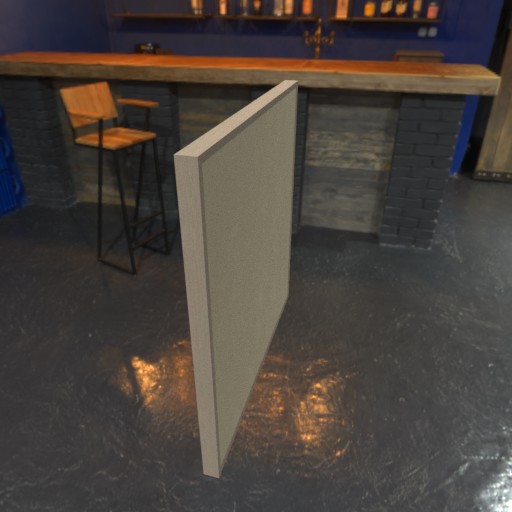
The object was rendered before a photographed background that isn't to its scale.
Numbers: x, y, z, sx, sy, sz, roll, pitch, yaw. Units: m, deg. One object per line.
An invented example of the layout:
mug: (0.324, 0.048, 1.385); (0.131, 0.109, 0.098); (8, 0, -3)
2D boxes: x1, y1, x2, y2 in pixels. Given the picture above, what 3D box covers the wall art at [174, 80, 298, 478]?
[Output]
wall art: (0.000, 0.000, 1.159); (0.038, 0.758, 0.761); (8, 31, 14)
